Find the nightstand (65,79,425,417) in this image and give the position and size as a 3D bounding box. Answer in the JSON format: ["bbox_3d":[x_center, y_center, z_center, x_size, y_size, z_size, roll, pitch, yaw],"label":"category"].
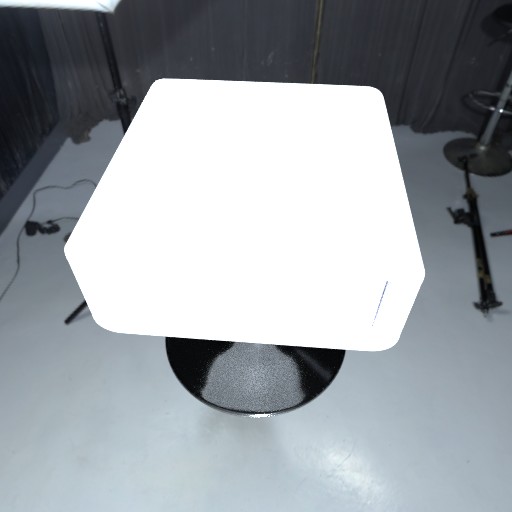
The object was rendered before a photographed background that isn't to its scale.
[{"bbox_3d":[0.000,0.000,0.769,0.399,0.447,0.404,4,46,3],"label":"nightstand"}]
